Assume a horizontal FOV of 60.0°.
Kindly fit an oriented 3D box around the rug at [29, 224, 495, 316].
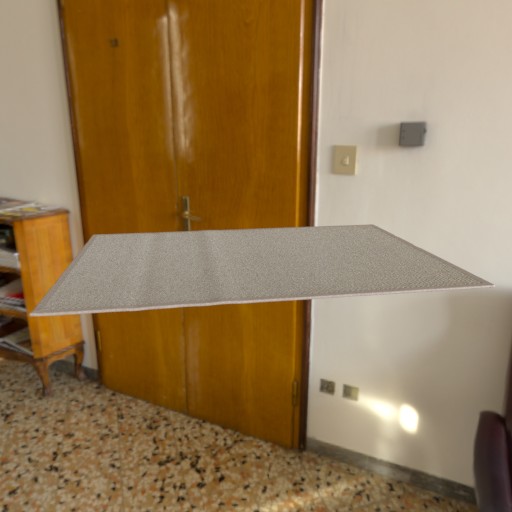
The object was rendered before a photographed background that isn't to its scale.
[{"bbox_3d":[0.000,0.000,2.864,2.290,0.021,1.540,-3,16,-9],"label":"rug"}]
